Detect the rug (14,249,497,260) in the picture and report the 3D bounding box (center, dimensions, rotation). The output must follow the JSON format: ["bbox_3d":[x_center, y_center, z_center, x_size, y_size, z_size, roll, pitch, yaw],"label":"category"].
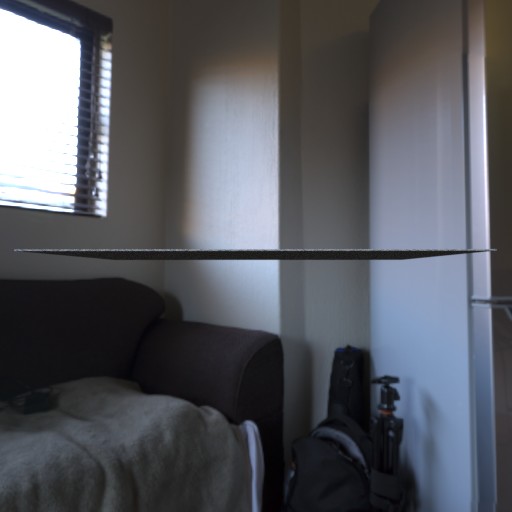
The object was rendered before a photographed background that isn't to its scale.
[{"bbox_3d":[0.000,0.000,3.003,2.441,0.008,1.526,0,-2,1],"label":"rug"}]
